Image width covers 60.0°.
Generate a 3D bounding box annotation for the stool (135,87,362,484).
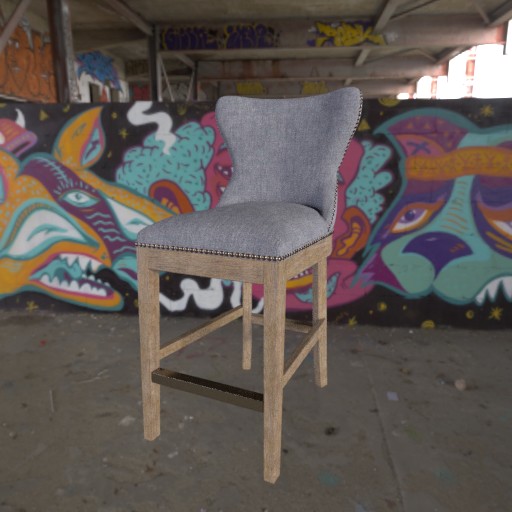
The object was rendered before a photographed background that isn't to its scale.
[{"bbox_3d":[0.000,0.000,1.323,0.498,0.981,0.608,6,14,26],"label":"stool"}]
